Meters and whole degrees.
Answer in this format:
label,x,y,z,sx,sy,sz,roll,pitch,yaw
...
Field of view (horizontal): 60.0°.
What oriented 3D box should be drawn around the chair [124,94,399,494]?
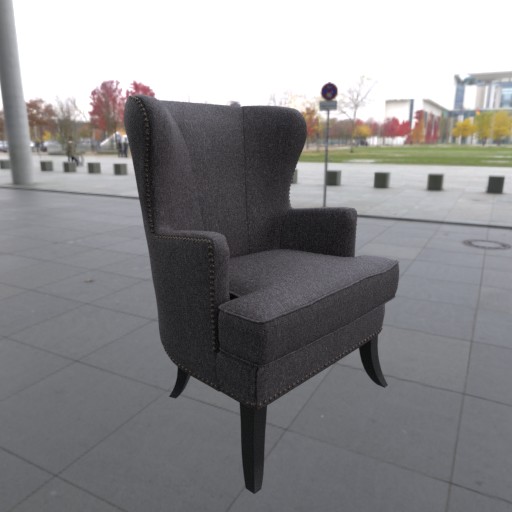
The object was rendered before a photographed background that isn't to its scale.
label,x,y,z,sx,sy,sz,roll,pitch,yaw
chair,0.000,0.000,1.560,0.758,1.060,0.759,13,20,42
